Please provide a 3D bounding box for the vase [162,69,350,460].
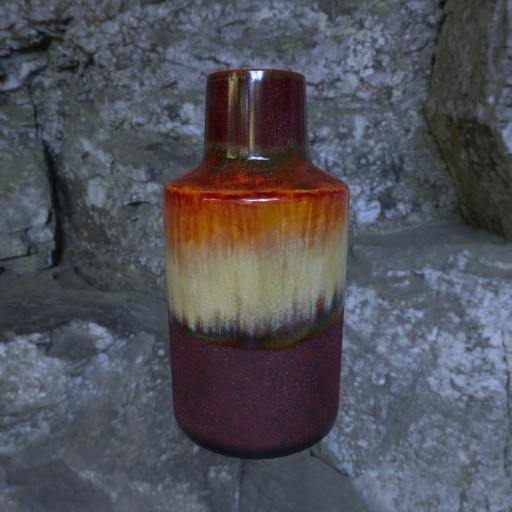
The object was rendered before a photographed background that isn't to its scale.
[{"bbox_3d":[0.000,0.000,0.268,0.108,0.204,0.108,0,15,0],"label":"vase"}]
